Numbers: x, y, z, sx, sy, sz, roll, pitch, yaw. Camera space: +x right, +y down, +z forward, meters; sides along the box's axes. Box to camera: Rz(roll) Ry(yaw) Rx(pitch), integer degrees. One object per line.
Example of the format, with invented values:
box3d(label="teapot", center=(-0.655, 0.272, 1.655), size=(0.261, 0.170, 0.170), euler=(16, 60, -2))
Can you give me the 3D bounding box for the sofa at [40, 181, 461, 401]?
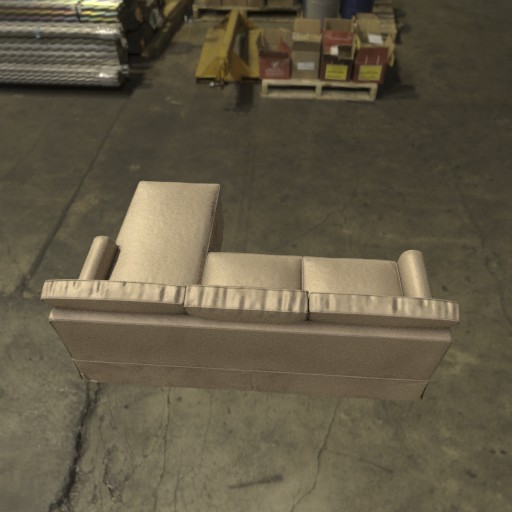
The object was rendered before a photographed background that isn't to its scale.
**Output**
box3d(label="sofa", center=(0.000, 0.000, 3.360), size=(2.475, 0.978, 1.733), euler=(3, 47, 2))
